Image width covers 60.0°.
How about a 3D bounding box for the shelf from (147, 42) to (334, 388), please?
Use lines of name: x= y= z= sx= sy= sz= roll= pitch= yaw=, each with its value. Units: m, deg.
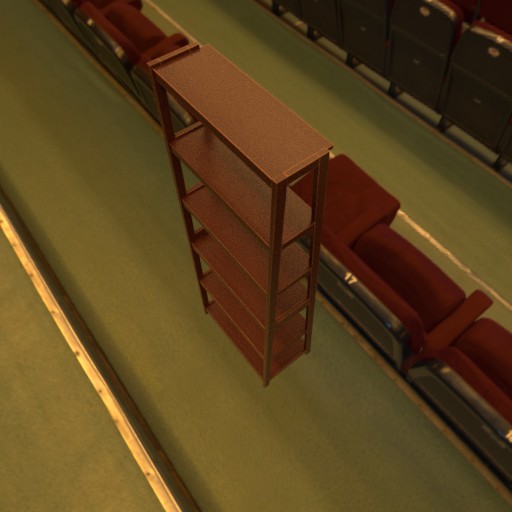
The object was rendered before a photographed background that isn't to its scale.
shelf: x=0.000 y=0.000 z=2.156 sx=0.381 sy=1.892 sz=0.660 roll=-34 pitch=64 yaw=-19
